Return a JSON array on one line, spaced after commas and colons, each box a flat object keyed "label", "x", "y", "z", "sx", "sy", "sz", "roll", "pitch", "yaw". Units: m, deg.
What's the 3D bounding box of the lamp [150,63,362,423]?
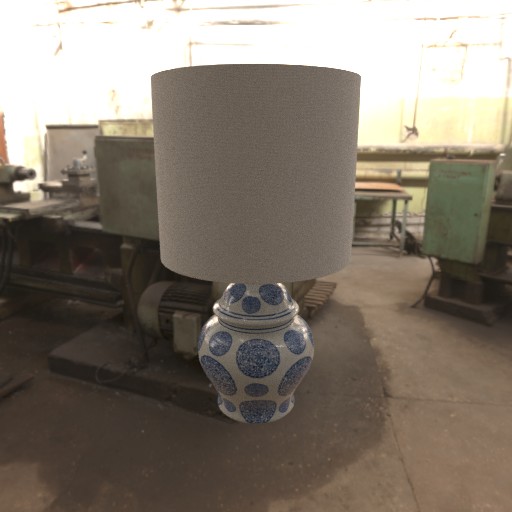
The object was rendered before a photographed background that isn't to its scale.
[{"label": "lamp", "x": 0.000, "y": 0.000, "z": 0.511, "sx": 0.215, "sy": 0.381, "sz": 0.215, "roll": 2, "pitch": 15, "yaw": 8}]
